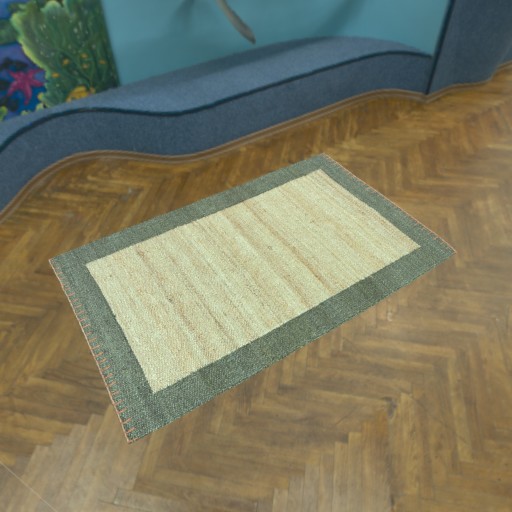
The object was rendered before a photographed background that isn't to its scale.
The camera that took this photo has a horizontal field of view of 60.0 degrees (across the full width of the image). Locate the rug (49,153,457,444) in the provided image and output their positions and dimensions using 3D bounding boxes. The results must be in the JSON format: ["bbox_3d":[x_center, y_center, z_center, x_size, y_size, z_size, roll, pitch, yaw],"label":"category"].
[{"bbox_3d":[0.000,0.000,3.058,2.435,0.006,1.521,-25,51,-22],"label":"rug"}]
